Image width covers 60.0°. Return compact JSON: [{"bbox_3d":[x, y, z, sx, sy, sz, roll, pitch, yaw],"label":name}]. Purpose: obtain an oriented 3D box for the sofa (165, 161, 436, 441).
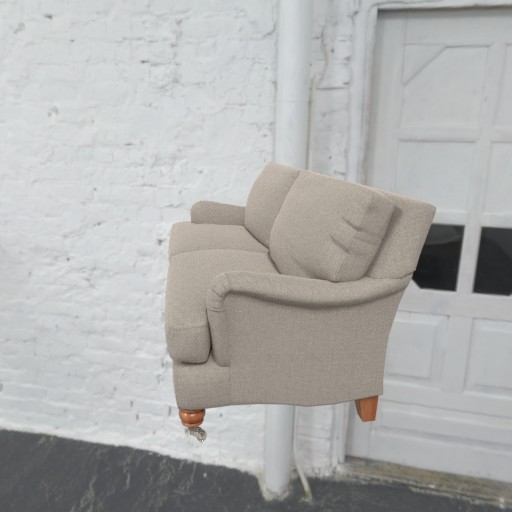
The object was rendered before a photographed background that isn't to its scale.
[{"bbox_3d":[0.000,0.000,2.754,1.087,1.054,2.160,-3,15,-10],"label":"sofa"}]
